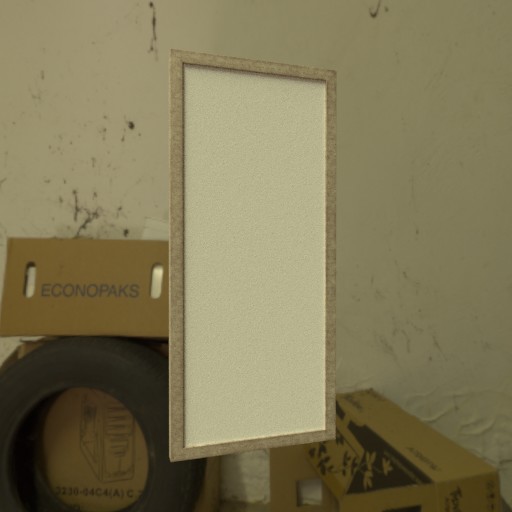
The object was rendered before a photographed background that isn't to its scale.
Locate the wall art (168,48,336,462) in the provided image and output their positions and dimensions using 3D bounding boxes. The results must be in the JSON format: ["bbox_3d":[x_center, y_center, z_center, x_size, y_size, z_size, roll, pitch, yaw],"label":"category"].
[{"bbox_3d":[0.000,0.000,1.682,0.648,1.461,0.051,0,1,-17],"label":"wall art"}]
